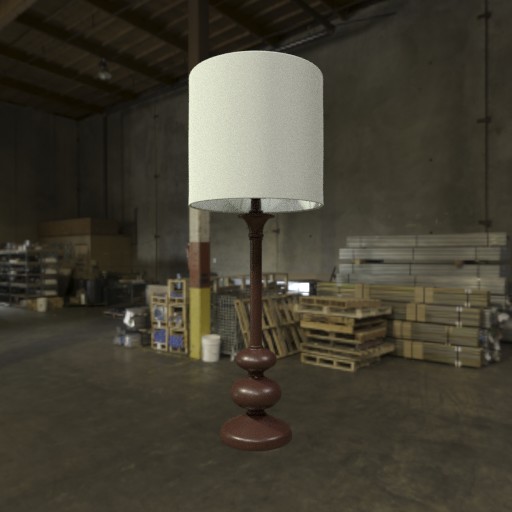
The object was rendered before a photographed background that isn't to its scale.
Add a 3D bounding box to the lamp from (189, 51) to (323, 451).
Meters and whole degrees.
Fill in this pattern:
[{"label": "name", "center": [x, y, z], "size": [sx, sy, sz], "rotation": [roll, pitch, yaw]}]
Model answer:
[{"label": "lamp", "center": [0.000, 0.000, 0.846], "size": [0.254, 0.690, 0.254], "rotation": [0, 0, 38]}]
